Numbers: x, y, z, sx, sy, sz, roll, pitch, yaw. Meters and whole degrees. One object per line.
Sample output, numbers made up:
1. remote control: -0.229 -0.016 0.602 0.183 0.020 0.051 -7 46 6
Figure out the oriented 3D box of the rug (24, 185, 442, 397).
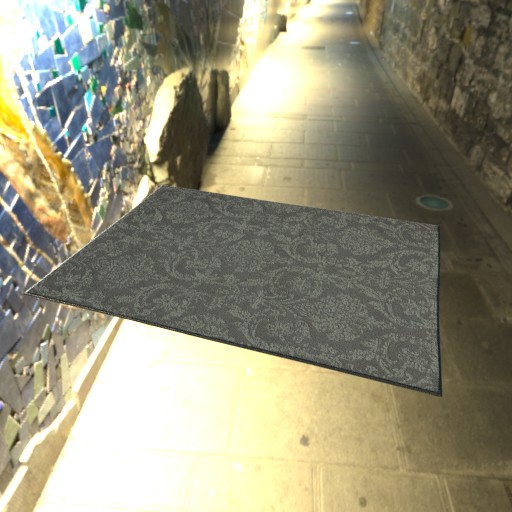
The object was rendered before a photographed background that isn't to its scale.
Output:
1. rug: 0.000 0.000 2.803 2.206 0.014 1.578 10 34 16
